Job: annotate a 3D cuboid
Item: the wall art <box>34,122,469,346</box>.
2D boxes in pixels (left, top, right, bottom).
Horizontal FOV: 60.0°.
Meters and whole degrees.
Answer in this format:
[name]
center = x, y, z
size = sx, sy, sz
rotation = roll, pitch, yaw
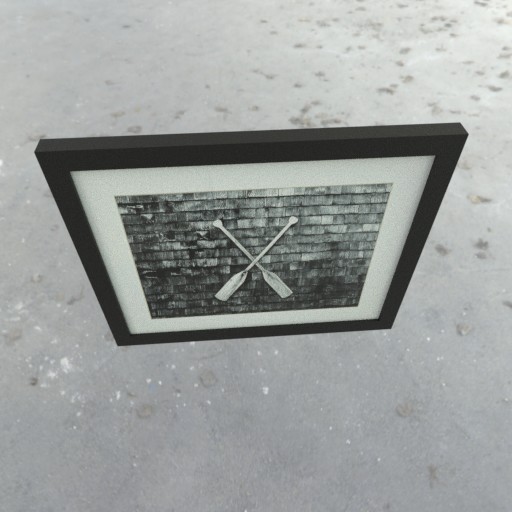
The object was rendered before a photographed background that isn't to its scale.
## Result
[wall art]
center = 0.000, 0.000, 0.744
size = 0.558, 0.457, 0.029
rotation = -3, 47, -3
